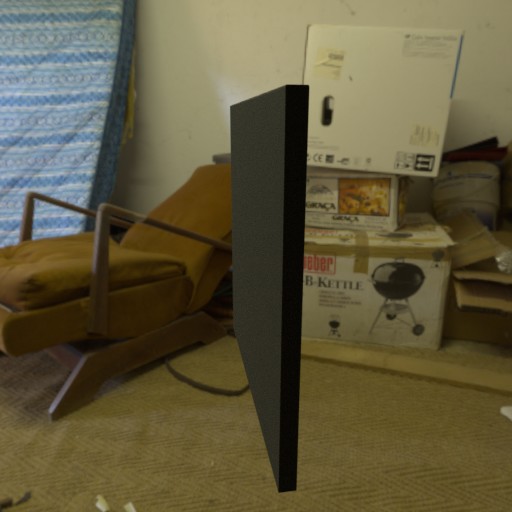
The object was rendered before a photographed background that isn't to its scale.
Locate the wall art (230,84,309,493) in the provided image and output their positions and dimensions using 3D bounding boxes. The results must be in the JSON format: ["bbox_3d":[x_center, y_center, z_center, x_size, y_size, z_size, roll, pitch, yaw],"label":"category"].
[{"bbox_3d":[0.000,0.000,0.453,0.015,0.303,0.304,-3,17,-9],"label":"wall art"}]
